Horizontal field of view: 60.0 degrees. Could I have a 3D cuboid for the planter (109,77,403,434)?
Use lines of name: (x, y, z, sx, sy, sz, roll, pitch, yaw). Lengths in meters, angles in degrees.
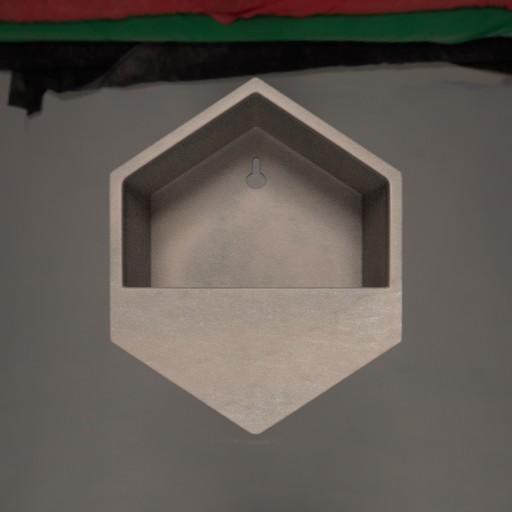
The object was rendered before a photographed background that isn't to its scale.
planter: (0.000, 0.000, 0.293, 0.169, 0.206, 0.077, 0, 1, 0)
